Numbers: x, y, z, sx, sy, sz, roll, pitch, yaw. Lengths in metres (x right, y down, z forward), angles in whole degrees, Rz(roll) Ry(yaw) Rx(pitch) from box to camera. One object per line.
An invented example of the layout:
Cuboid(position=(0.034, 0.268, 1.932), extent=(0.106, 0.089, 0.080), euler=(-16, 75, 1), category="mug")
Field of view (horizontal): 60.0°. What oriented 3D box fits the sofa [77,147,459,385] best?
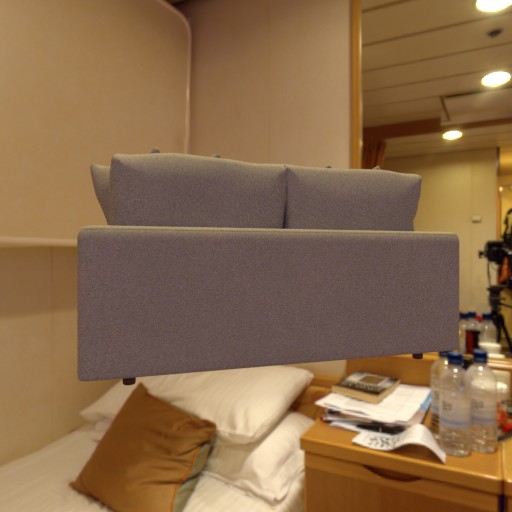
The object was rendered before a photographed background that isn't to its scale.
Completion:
Cuboid(position=(0.000, 0.000, 2.585), extent=(1.869, 1.080, 1.228), euler=(0, 0, -18), category="sofa")
